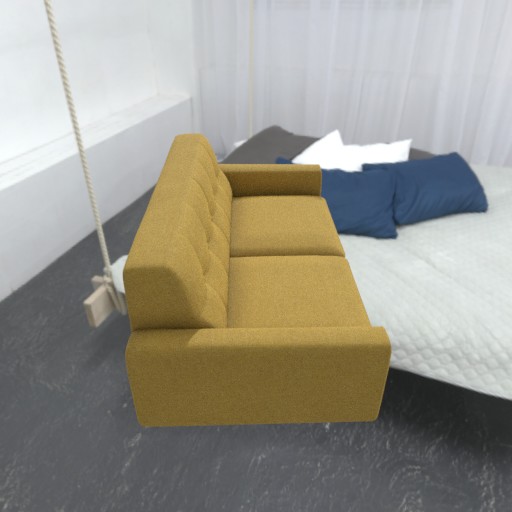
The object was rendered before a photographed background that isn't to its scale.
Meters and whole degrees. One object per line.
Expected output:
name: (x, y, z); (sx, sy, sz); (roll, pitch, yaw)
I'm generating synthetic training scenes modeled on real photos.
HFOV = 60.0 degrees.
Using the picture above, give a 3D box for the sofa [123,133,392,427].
sofa: (0.000, 0.000, 2.198); (0.909, 0.841, 1.631); (-1, 33, -1)
